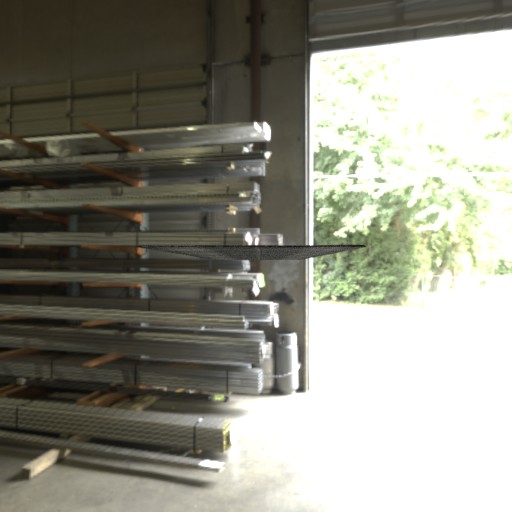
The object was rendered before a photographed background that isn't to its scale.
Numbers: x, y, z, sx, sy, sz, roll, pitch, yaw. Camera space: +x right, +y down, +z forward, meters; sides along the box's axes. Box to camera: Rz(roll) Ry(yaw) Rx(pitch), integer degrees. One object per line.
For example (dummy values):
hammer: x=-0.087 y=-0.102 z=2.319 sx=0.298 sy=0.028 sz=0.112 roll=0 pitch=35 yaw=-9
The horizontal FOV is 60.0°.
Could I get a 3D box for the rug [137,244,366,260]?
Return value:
rug: x=0.000 y=0.000 z=2.668 sx=0.760 sy=0.012 sz=2.434 roll=0 pitch=-2 yaw=1
